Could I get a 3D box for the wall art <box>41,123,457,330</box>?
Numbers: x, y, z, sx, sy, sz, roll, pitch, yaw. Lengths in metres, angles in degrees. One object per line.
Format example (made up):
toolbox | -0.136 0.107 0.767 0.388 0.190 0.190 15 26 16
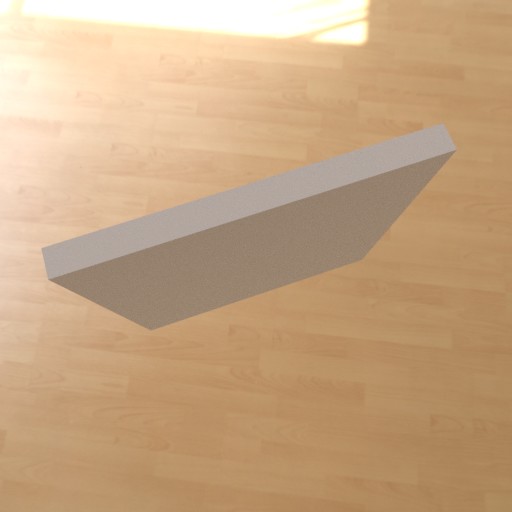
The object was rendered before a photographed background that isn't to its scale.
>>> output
wall art | 0.000 0.000 0.538 0.355 0.355 0.027 -18 75 -5
